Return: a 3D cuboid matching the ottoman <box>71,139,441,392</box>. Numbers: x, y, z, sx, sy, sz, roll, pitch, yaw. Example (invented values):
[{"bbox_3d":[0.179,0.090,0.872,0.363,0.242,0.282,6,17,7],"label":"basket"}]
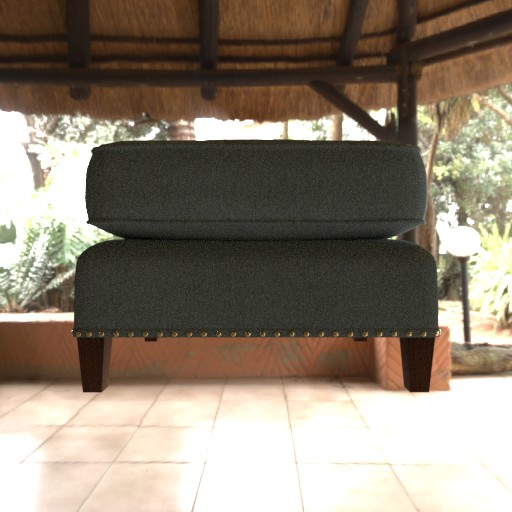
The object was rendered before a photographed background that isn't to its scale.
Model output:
[{"bbox_3d":[0.000,0.000,1.155,0.738,0.537,0.589,0,1,0],"label":"ottoman"}]
